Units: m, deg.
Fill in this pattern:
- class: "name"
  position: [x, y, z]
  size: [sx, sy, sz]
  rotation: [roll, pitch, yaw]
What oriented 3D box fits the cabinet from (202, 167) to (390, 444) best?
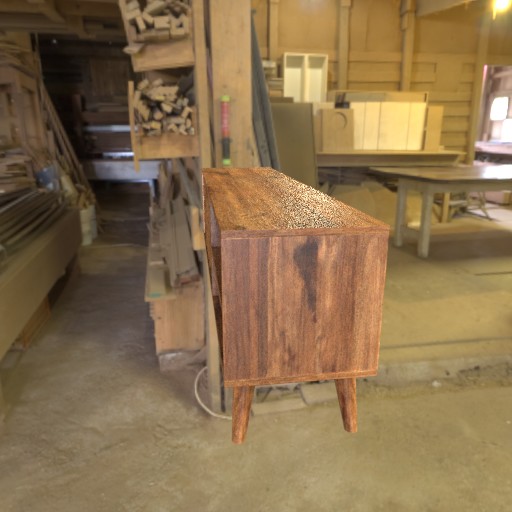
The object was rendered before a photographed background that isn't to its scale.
- class: "cabinet"
  position: [0.000, 0.000, 1.652]
  size: [0.349, 0.528, 1.448]
  rotation: [-2, 16, -8]
